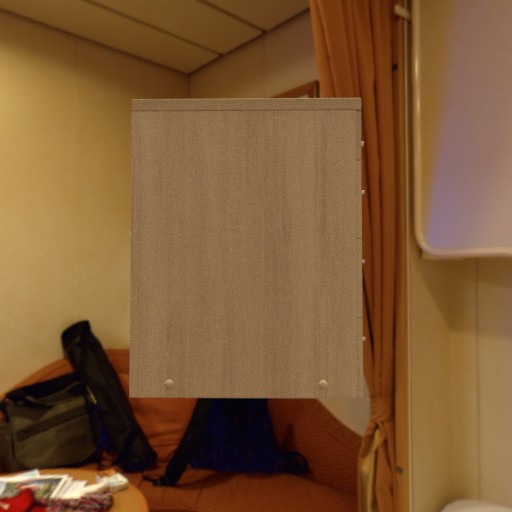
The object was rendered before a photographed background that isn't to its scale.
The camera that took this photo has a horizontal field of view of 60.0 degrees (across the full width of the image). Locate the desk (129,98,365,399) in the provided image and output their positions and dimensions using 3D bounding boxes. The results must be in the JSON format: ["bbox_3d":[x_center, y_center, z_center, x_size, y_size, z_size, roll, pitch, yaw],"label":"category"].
[{"bbox_3d":[0.000,0.000,1.784,0.600,0.740,1.390,0,-2,1],"label":"desk"}]
